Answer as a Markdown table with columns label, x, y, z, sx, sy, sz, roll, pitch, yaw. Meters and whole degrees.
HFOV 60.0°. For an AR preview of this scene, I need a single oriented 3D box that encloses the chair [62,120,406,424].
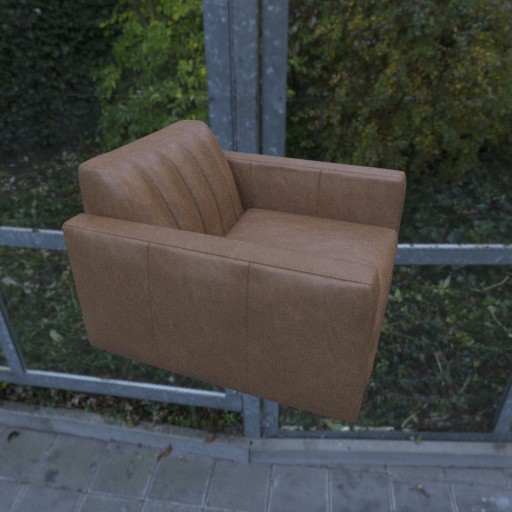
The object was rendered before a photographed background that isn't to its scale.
| label | x | y | z | sx | sy | sz | roll | pitch | yaw |
| --- | --- | --- | --- | --- | --- | --- | --- | --- | --- |
| chair | 0.000 | 0.000 | 1.692 | 0.998 | 0.819 | 0.953 | 11 | 31 | 18 |
